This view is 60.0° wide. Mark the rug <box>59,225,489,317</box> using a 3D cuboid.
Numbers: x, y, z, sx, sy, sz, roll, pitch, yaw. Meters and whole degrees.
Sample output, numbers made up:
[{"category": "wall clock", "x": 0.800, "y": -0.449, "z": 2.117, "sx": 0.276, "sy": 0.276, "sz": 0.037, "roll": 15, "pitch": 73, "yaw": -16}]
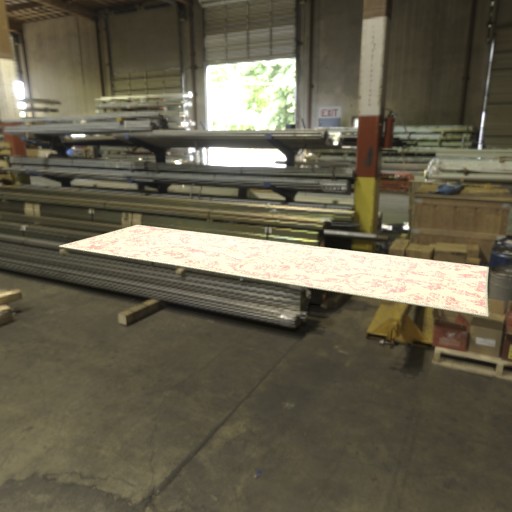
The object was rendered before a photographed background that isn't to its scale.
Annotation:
[{"category": "rug", "x": 0.000, "y": 0.000, "z": 2.340, "sx": 2.196, "sy": 0.011, "sz": 0.662, "roll": 8, "pitch": 18, "yaw": 26}]
